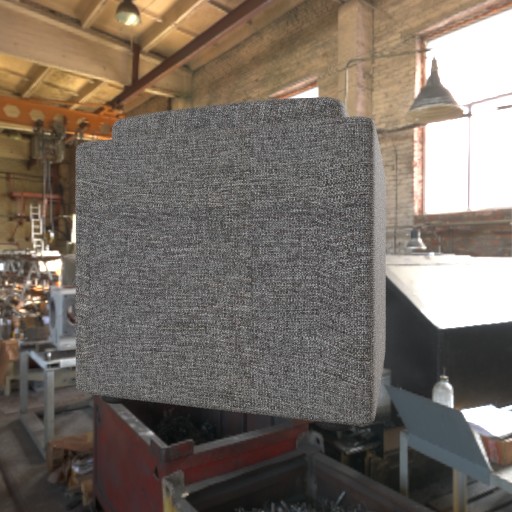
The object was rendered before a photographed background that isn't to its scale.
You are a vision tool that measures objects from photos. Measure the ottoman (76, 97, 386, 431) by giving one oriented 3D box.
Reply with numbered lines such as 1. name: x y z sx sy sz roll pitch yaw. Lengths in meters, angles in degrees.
1. ottoman: 0.000 0.000 0.820 0.450 0.460 0.450 0 0 18
